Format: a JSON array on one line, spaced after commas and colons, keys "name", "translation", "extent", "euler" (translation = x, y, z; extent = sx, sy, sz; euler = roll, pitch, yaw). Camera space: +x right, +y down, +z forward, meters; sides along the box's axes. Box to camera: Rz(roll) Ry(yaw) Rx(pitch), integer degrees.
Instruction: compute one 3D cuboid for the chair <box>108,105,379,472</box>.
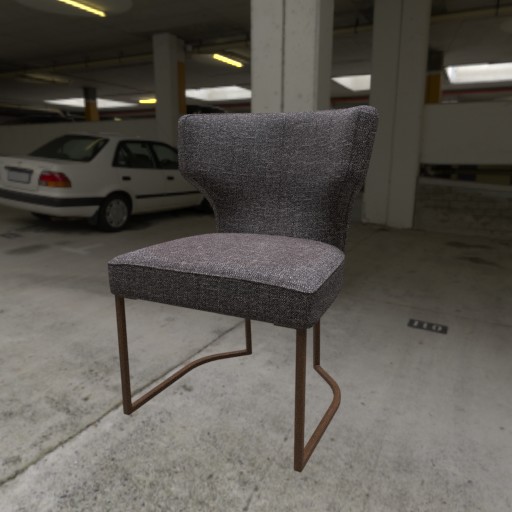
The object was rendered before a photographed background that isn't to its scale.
[{"name": "chair", "translation": [0.000, 0.000, 1.263], "extent": [0.611, 0.824, 0.617], "euler": [6, 14, 26]}]
